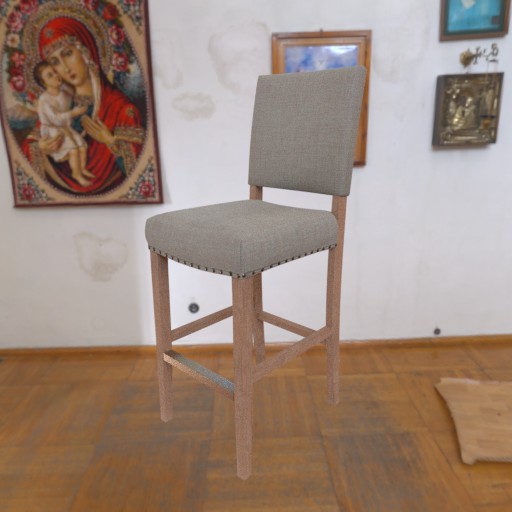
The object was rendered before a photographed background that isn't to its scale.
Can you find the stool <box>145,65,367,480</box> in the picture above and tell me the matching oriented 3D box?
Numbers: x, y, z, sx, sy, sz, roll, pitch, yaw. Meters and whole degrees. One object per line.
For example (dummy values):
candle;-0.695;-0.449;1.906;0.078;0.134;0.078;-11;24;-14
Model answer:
stool;0.000;0.000;1.500;0.445;1.203;0.585;15;22;41
